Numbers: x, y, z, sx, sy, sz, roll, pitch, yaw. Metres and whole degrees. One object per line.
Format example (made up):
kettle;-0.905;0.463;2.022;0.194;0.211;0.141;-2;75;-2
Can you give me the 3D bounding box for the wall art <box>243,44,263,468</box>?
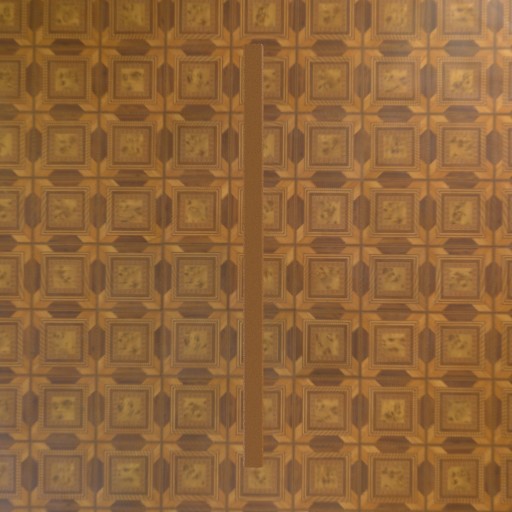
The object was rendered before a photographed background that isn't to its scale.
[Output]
wall art;0.000;0.000;0.512;0.015;0.379;0.310;0;90;1
